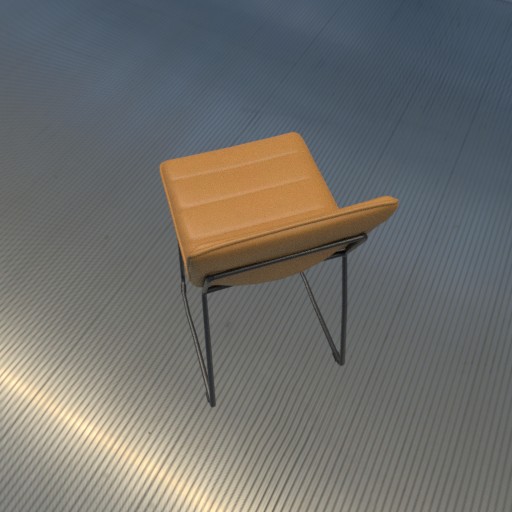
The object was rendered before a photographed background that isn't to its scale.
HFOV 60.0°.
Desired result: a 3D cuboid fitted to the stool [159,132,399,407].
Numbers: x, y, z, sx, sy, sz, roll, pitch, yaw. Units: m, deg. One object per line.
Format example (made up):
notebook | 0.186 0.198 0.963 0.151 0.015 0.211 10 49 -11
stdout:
stool | 0.000 0.000 1.261 0.489 0.936 0.524 -15 59 -9
